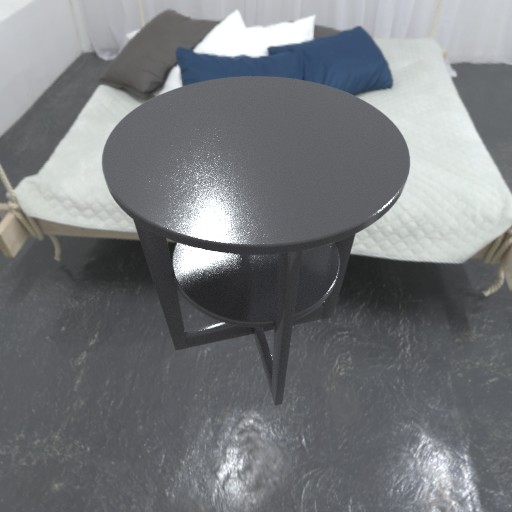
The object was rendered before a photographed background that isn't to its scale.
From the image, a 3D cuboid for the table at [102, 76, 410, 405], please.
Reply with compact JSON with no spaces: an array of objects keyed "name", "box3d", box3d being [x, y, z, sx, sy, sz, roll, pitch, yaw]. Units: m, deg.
[{"name":"table","box3d":[0.000,0.000,0.934,0.500,0.550,0.500,0,46,0]}]
